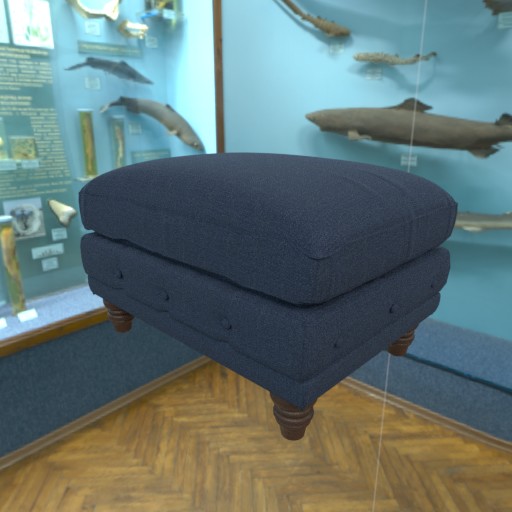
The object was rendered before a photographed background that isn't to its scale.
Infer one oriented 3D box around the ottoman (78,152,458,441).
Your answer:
[{"bbox_3d":[0.000,0.000,1.106,0.767,0.486,0.558,16,24,41],"label":"ottoman"}]
